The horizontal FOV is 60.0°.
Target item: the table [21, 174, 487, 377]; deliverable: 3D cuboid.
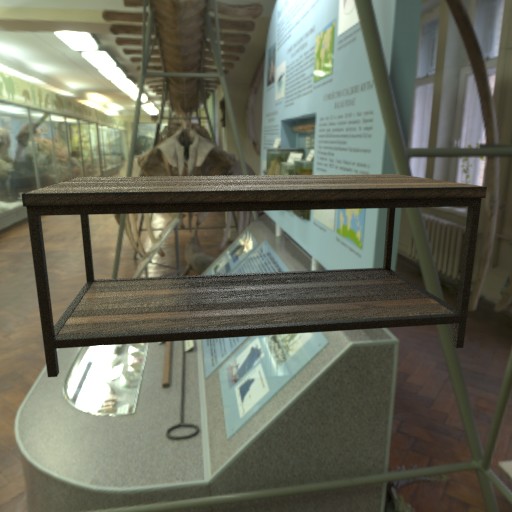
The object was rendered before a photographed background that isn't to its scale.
[{"bbox_3d":[0.000,0.000,1.198,0.990,0.399,0.452,-2,14,-8],"label":"table"}]
